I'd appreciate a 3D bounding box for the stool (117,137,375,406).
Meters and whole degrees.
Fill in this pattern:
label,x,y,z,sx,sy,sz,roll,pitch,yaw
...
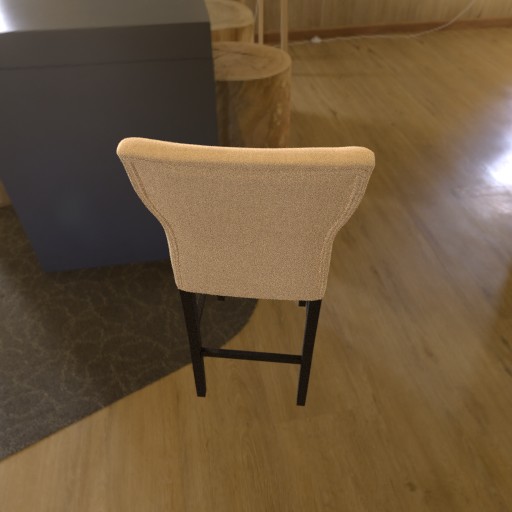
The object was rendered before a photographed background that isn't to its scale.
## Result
label,x,y,z,sx,sy,sz,roll,pitch,yaw
stool,0.000,0.000,1.439,0.516,1.124,0.603,4,45,4
